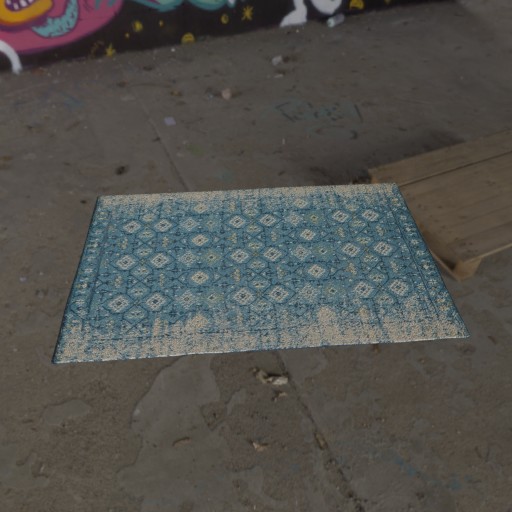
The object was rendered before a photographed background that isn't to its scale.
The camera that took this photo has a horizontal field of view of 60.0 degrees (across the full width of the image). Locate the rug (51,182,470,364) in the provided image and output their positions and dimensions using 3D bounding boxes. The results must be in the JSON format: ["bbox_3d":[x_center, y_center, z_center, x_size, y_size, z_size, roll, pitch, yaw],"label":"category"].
[{"bbox_3d":[0.000,0.000,3.091,2.449,0.015,1.530,-3,46,-3],"label":"rug"}]
